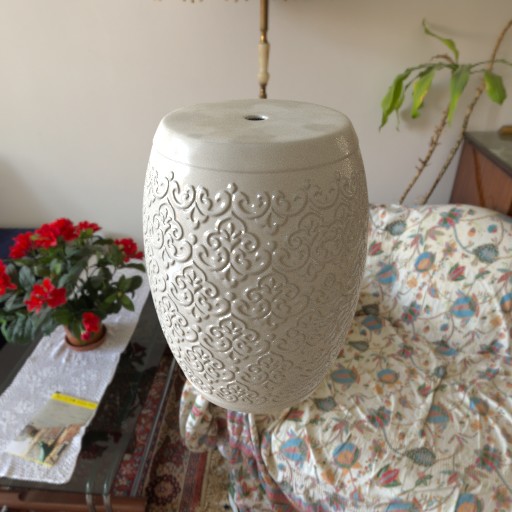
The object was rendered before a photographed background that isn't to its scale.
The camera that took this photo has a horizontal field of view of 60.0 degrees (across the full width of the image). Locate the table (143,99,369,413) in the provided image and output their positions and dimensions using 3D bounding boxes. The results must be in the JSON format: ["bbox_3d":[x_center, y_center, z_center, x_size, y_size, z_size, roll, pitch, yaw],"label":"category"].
[{"bbox_3d":[0.000,0.000,0.642,0.309,0.397,0.309,0,30,0],"label":"table"}]
